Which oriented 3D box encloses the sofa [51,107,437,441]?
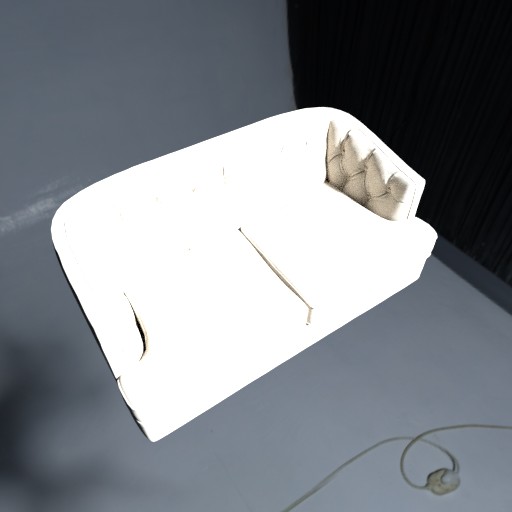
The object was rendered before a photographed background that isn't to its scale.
[{"bbox_3d":[0.000,0.000,2.276,1.731,0.878,0.940,-26,53,-22],"label":"sofa"}]
